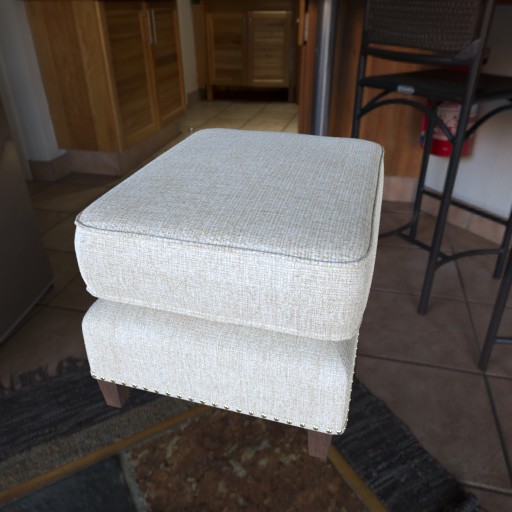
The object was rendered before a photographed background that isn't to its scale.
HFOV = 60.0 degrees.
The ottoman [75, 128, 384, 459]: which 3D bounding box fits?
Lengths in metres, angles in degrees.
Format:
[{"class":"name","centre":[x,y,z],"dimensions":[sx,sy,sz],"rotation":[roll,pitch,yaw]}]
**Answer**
[{"class":"ottoman","centre":[0.000,0.000,1.157],"dimensions":[0.589,0.537,0.738],"rotation":[8,32,14]}]
